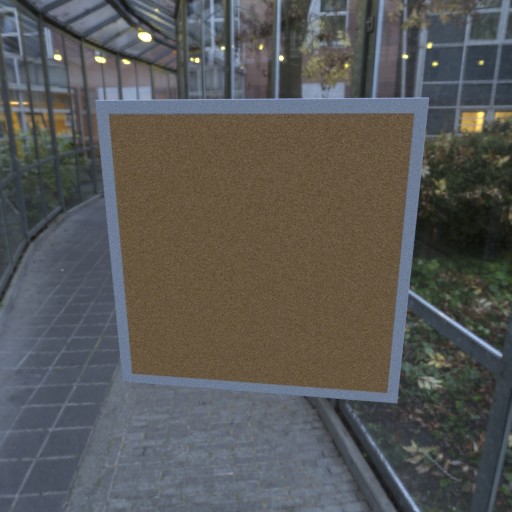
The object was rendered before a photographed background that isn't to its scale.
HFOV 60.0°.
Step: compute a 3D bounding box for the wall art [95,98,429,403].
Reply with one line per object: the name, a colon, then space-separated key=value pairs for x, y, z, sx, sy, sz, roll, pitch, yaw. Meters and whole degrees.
wall art: x=0.000 y=0.000 z=0.611 sx=0.406 sy=0.406 sz=0.038 roll=2 pitch=17 yaw=7
